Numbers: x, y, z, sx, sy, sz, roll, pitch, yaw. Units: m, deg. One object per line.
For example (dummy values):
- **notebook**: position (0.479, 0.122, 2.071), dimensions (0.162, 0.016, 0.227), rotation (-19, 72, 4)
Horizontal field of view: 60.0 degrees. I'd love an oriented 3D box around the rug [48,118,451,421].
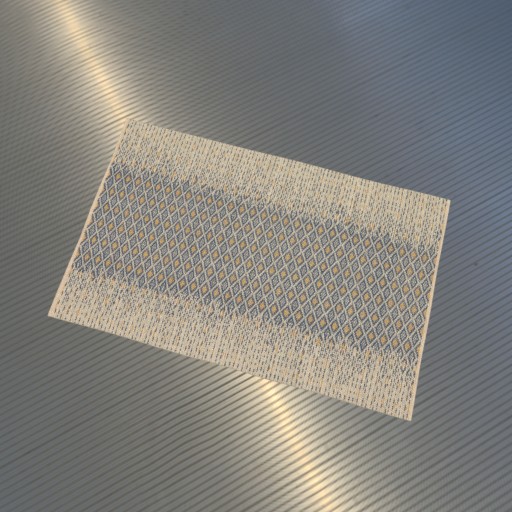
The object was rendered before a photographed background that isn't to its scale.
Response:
- **rug**: position (0.000, 0.000, 3.051), dimensions (2.448, 0.008, 1.541), rotation (15, 76, 4)
